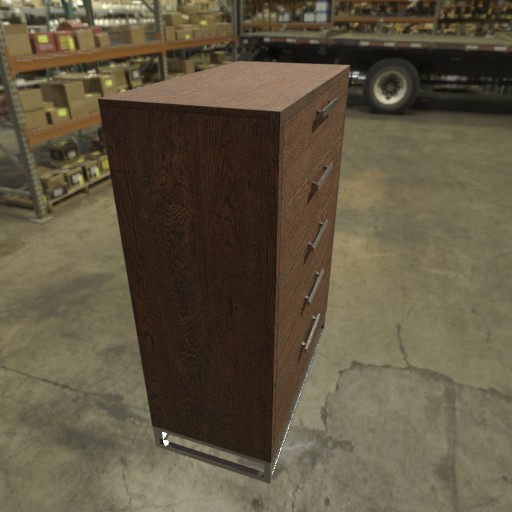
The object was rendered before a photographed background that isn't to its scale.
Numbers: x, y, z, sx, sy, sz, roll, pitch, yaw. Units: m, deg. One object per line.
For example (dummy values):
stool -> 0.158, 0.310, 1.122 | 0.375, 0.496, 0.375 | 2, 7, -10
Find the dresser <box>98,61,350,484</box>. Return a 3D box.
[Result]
dresser -> 0.000, 0.000, 1.760 | 0.508, 1.321, 0.965 | 10, 31, 17
